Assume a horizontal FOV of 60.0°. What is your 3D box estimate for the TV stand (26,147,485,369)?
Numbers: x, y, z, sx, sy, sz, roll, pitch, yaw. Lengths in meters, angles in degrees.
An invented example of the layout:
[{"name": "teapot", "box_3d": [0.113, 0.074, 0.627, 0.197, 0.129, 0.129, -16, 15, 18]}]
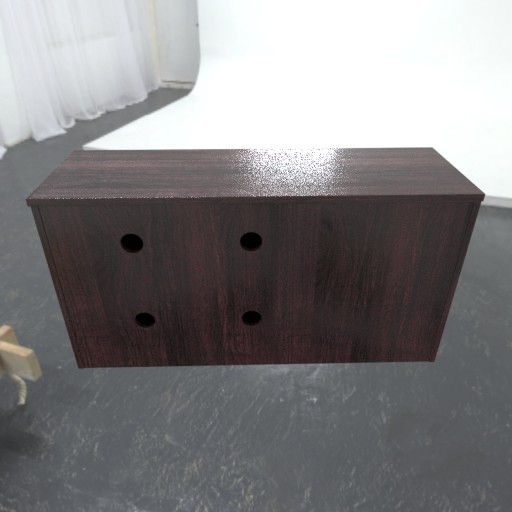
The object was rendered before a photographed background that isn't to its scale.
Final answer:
[{"name": "TV stand", "box_3d": [0.000, 0.000, 1.481, 1.192, 0.614, 0.404, -1, 32, -1]}]
